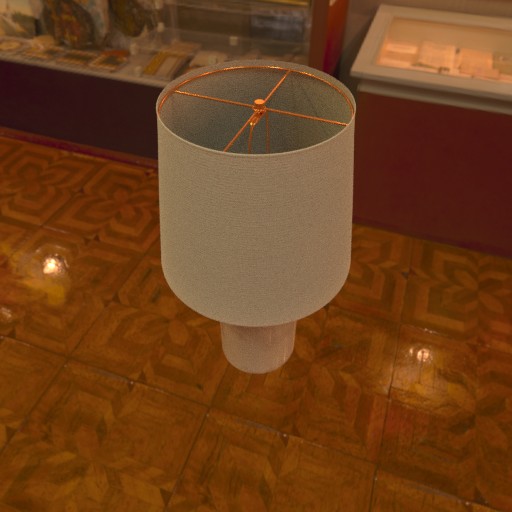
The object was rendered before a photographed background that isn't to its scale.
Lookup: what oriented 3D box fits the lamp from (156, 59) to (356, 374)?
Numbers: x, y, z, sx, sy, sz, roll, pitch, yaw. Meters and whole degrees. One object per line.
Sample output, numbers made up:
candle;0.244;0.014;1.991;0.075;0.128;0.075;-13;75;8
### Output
lamp;0.000;0.000;0.457;0.189;0.340;0.189;0;46;0
